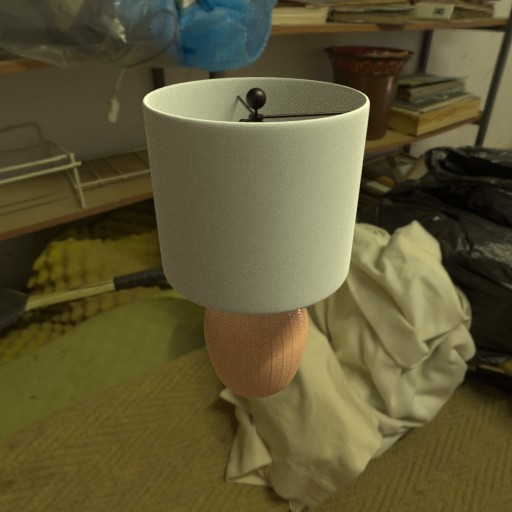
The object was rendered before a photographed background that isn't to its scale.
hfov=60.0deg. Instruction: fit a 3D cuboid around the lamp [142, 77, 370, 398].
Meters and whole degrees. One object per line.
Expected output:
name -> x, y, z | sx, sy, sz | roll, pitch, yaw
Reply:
lamp -> 0.000, 0.000, 0.792 | 0.329, 0.570, 0.329 | 0, 31, 0
